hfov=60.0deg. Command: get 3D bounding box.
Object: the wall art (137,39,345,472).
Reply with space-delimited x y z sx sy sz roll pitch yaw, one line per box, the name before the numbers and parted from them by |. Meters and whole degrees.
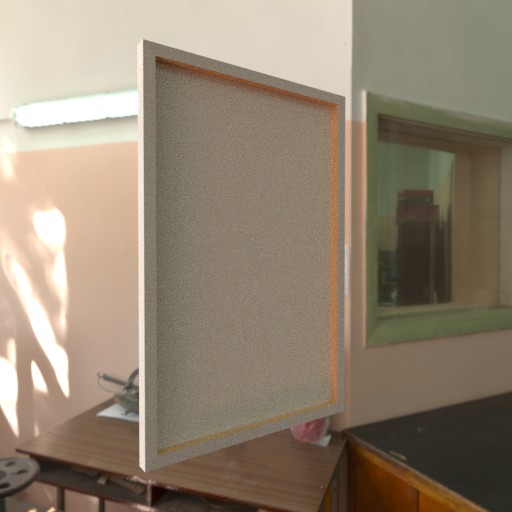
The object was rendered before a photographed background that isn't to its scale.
wall art | 0.000 0.000 1.125 0.607 0.912 0.038 -1 1 -36
